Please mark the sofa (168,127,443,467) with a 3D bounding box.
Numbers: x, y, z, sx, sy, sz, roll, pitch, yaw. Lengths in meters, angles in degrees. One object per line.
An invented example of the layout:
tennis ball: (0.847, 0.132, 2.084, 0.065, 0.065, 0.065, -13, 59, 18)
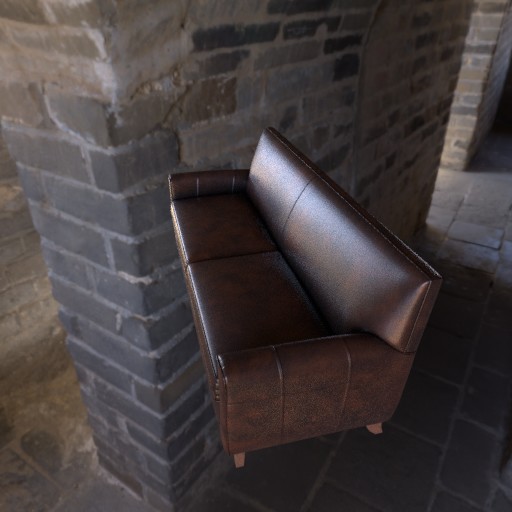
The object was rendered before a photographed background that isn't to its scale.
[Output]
sofa: (0.000, 0.000, 2.442, 0.786, 0.871, 1.995, -8, 32, -13)
